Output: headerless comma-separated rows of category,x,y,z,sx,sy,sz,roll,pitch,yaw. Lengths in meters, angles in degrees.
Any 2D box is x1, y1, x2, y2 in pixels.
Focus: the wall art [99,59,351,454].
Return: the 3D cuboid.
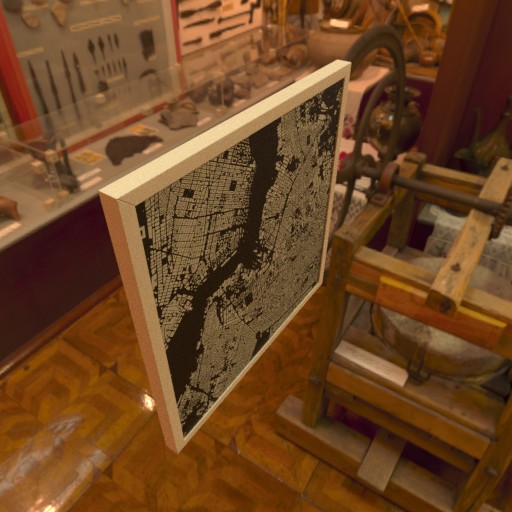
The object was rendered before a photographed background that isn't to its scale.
wall art,0.000,0.000,1.123,0.050,0.762,0.761,24,46,26
